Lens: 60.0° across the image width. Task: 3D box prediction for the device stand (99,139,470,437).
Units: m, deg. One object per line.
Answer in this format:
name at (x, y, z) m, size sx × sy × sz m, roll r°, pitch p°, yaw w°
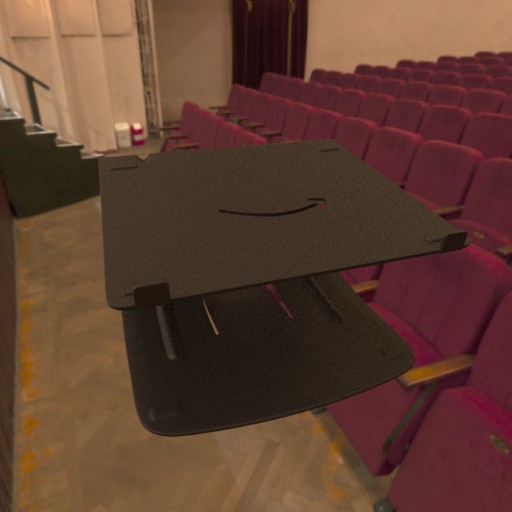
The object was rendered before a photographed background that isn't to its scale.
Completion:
device stand at (0.000, 0.000, 0.396) m, size 0.256 × 0.155 × 0.236 m, roll -9°, pitch 28°, yaw -18°
